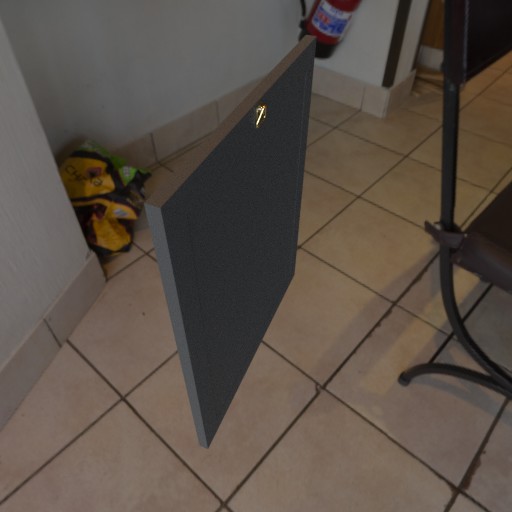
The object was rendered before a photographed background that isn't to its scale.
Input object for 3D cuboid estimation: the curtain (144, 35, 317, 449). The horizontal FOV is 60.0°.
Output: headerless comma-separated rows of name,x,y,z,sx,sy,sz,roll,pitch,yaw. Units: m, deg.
curtain,0.000,0.000,0.785,0.027,0.585,0.483,17,48,16
